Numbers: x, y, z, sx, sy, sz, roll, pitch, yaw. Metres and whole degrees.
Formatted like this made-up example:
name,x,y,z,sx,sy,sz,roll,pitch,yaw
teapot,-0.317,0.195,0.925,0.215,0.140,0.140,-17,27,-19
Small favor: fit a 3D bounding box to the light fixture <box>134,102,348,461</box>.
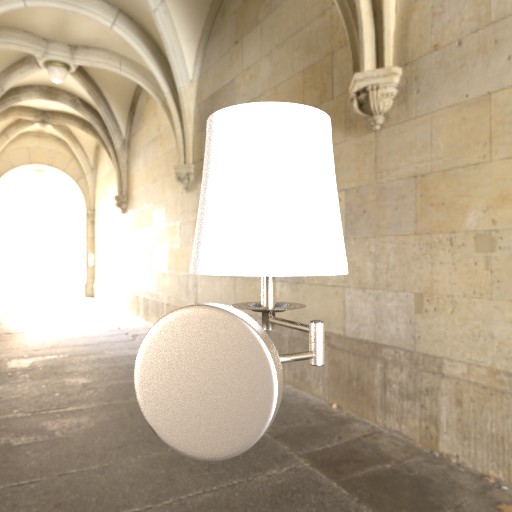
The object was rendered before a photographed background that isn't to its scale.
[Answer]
name,x,y,z,sx,sy,sz,roll,pitch,yaw
light fixture,0.000,0.000,0.575,0.223,0.381,0.348,0,0,17
